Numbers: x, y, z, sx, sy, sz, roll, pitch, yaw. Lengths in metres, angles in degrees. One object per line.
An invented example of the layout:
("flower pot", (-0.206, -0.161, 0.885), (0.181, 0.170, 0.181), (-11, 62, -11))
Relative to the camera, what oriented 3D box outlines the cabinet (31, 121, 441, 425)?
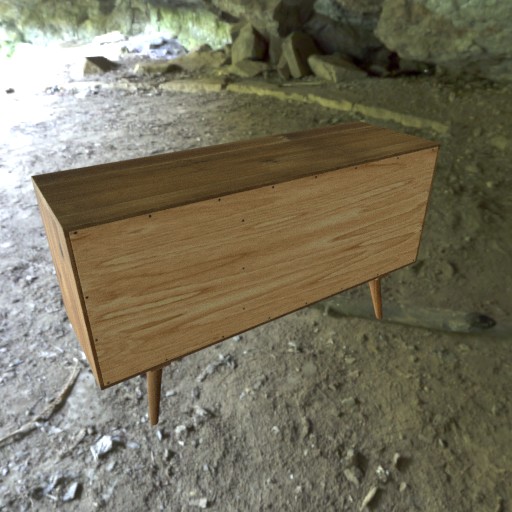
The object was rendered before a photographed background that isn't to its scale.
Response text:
("cabinet", (0.000, 0.000, 1.754), (1.400, 0.800, 0.472), (-18, 34, -28))
